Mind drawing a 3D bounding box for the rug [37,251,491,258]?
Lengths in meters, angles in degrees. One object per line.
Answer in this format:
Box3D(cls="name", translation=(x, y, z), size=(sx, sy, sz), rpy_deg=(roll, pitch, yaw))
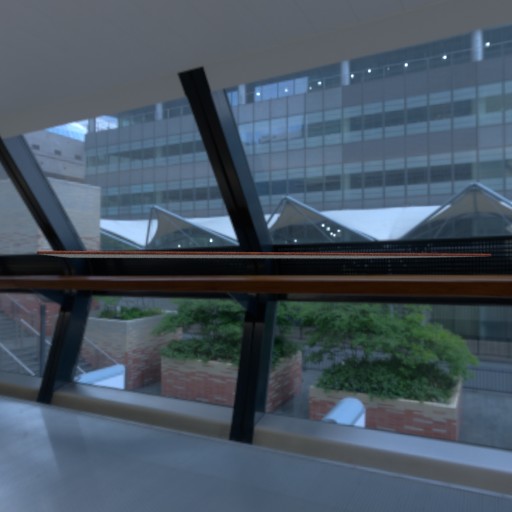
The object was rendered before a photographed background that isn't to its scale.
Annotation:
Box3D(cls="rug", translation=(0.000, 0.000, 2.965), size=(2.438, 0.014, 1.524), rpy_deg=(0, -1, -18))
